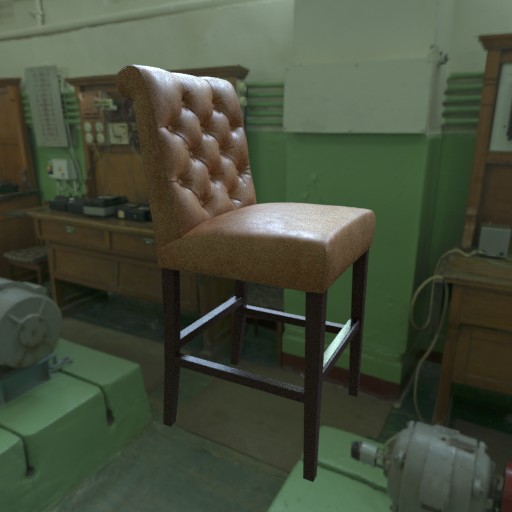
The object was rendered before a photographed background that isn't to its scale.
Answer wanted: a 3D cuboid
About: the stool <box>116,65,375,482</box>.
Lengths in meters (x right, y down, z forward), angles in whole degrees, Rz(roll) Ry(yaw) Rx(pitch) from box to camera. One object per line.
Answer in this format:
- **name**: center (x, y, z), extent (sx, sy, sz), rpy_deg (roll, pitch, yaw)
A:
- **stool**: center (0.000, 0.000, 1.331), extent (0.601, 1.047, 0.493), rpy_deg (8, 18, 26)
